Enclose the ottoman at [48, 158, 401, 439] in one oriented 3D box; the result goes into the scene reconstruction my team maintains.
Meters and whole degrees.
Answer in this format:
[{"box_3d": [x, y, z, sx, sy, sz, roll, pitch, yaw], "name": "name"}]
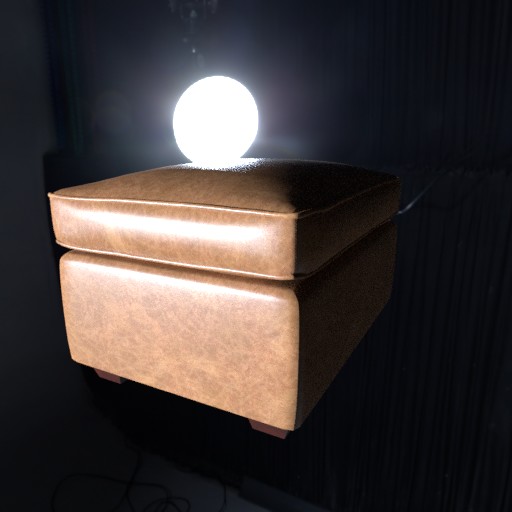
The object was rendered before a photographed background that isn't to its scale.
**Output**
[{"box_3d": [0.000, 0.000, 1.100, 0.554, 0.468, 0.756, 8, 16, 27], "name": "ottoman"}]
